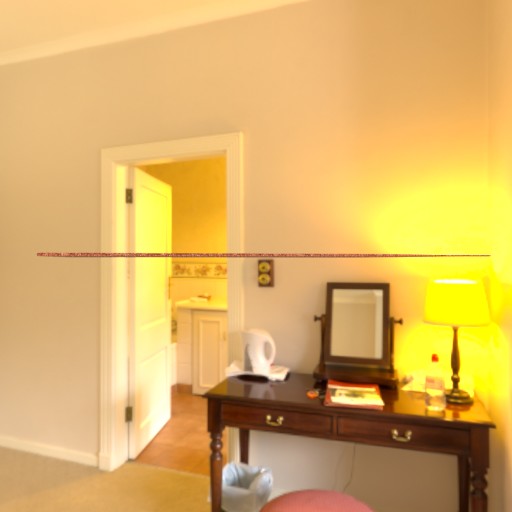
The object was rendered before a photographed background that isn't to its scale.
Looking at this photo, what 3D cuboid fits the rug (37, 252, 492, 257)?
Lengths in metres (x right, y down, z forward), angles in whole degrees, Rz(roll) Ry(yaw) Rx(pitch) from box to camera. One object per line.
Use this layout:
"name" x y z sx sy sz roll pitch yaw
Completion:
"rug" 0.000 0.000 2.963 2.438 0.015 1.524 0 0 -18
